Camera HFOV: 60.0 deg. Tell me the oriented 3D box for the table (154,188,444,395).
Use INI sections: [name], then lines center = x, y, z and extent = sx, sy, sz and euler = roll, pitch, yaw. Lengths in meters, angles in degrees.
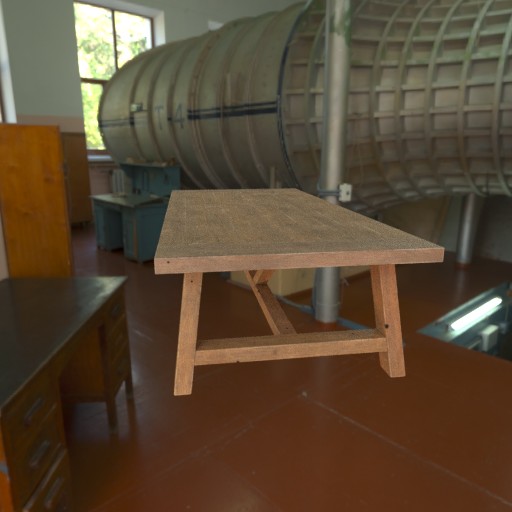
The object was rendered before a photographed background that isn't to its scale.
[table]
center = 0.000, 0.000, 2.136
extent = 0.820, 0.465, 1.800
euler = -2, 14, -9
